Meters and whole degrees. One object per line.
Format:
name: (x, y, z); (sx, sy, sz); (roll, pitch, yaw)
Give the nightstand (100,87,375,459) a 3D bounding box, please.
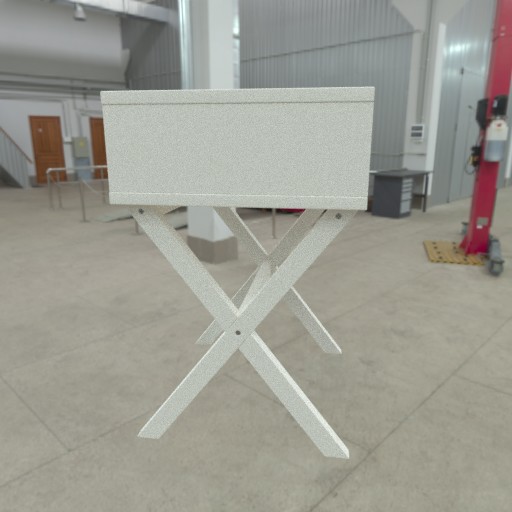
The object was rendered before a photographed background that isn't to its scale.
nightstand: (0.000, 0.000, 0.945); (0.402, 0.623, 0.479); (2, 15, 8)
